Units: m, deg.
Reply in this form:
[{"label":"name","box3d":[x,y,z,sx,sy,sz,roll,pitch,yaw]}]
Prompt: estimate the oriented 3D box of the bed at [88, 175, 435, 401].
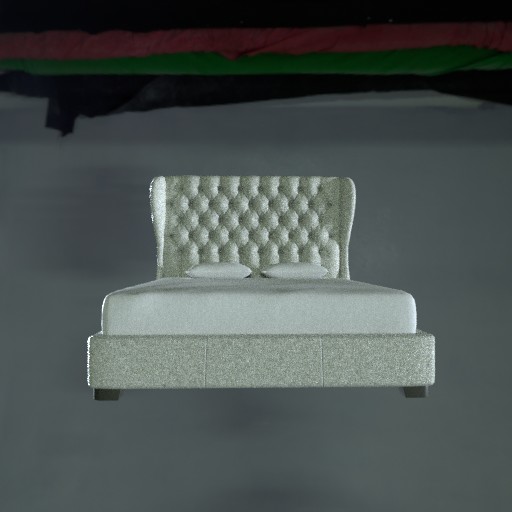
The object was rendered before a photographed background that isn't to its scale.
[{"label":"bed","box3d":[0.000,0.000,3.858,2.219,1.771,2.347,0,0,-2]}]
